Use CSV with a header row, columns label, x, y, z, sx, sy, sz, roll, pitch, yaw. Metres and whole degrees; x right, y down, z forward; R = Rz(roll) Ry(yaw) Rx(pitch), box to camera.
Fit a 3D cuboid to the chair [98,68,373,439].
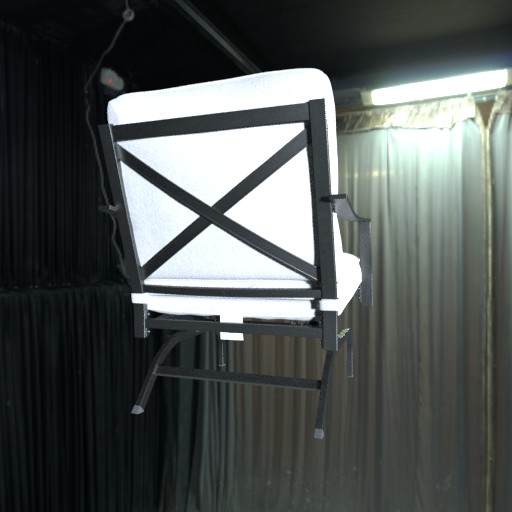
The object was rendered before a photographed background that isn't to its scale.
label,x,y,z,sx,sy,sz,roll,pitch,yaw
chair,0.000,0.000,1.382,0.650,0.860,0.787,0,0,19
